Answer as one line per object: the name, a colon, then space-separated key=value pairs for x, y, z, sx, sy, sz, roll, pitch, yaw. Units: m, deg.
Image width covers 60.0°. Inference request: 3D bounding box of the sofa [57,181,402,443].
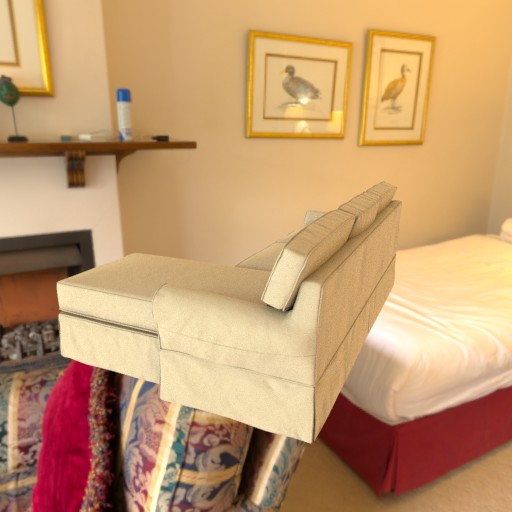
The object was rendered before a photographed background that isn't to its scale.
sofa: x=0.000 y=0.000 z=3.307 sx=1.733 sy=0.978 sz=2.475 roll=8 pitch=18 yaw=24
